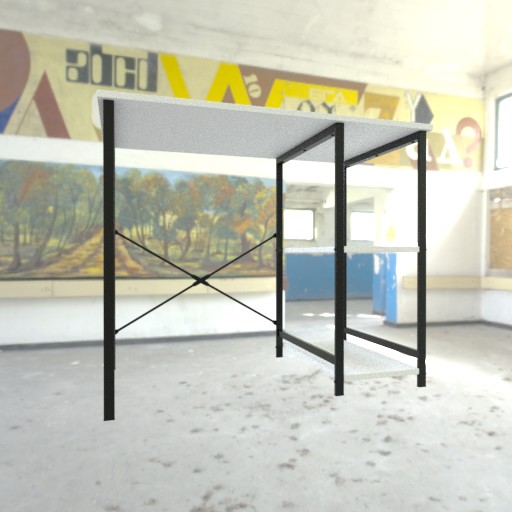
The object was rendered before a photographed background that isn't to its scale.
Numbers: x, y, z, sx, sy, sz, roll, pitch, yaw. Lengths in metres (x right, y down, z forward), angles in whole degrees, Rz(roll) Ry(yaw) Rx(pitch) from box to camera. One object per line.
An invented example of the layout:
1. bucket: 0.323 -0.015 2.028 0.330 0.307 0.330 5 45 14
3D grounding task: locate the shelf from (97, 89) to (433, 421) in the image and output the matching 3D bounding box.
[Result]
1. shelf: 0.000 0.000 1.366 0.902 0.750 0.498 0 0 -17
